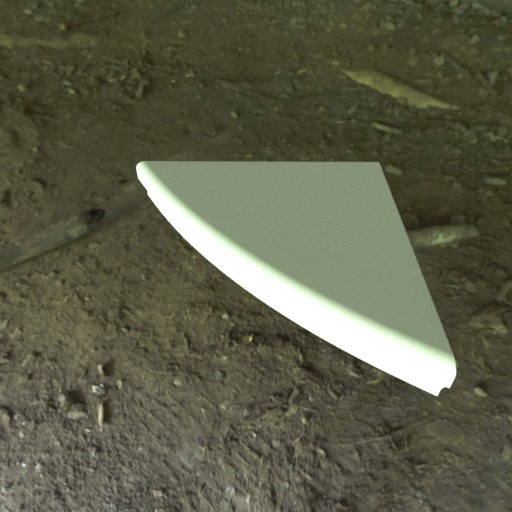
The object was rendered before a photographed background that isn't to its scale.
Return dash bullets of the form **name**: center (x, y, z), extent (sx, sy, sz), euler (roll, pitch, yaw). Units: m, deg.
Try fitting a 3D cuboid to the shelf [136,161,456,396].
- **shelf**: center (0.000, 0.000, 0.461), extent (0.310, 0.050, 0.310), euler (0, 41, 0)
